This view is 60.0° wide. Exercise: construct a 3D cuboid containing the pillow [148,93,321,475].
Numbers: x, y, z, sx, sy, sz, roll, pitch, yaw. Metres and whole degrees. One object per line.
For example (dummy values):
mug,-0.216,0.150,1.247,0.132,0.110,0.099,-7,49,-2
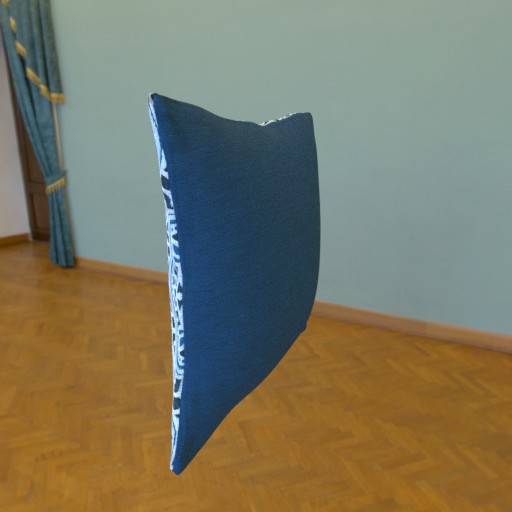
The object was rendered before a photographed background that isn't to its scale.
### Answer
pillow,0.000,0.000,0.645,0.145,0.420,0.440,8,18,25
